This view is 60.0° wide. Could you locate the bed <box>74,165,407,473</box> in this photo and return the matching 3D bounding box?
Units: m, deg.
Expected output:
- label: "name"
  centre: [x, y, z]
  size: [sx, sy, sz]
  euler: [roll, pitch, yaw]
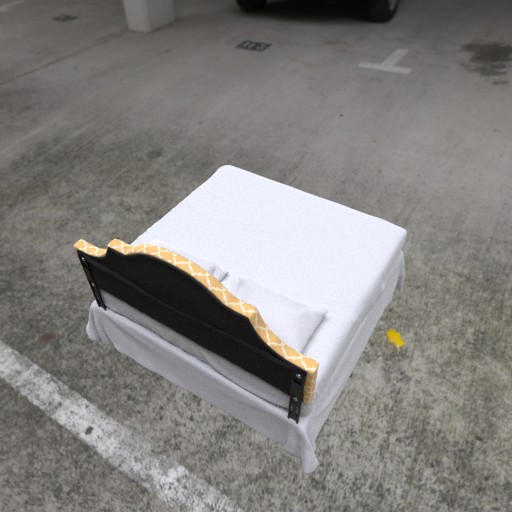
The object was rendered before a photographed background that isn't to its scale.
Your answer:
- label: "bed"
  centre: [0.000, 0.000, 3.754]
  size: [2.314, 1.601, 2.222]
  euler: [24, 50, 22]
